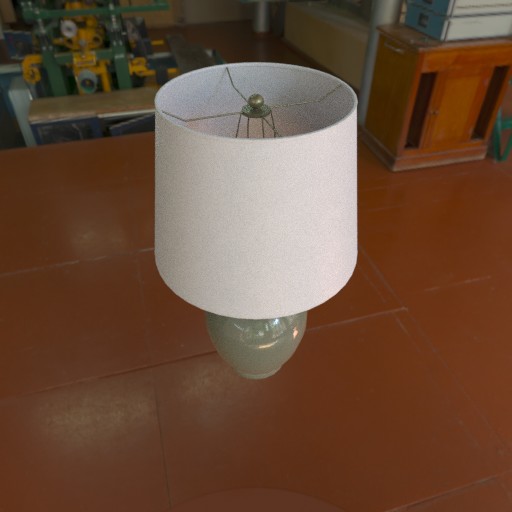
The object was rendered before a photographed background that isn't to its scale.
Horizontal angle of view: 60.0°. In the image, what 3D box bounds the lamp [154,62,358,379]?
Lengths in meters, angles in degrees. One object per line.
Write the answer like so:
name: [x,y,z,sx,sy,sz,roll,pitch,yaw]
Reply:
lamp: [0.000,0.000,0.546,0.239,0.399,0.239,0,41,0]
